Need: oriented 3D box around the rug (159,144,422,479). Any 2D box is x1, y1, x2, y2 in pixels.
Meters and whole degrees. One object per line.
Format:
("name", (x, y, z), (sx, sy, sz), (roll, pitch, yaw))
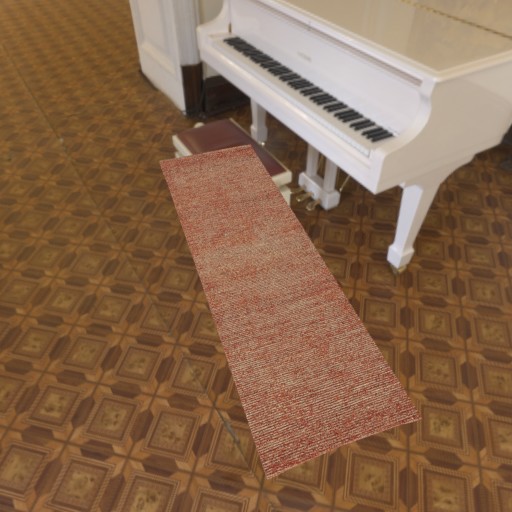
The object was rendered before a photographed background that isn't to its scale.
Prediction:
("rug", (0.000, 0.000, 2.601), (0.718, 0.013, 2.353), (-14, 47, -13))
